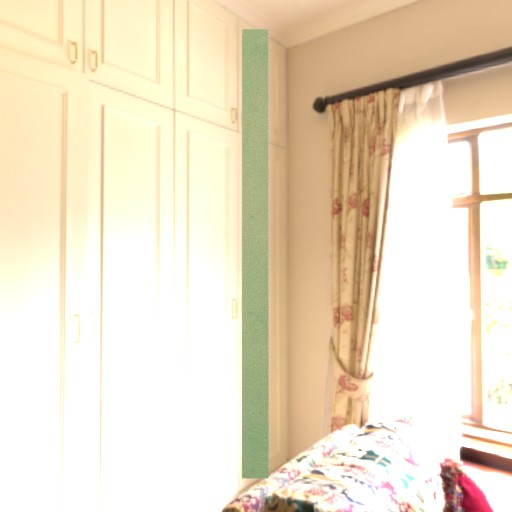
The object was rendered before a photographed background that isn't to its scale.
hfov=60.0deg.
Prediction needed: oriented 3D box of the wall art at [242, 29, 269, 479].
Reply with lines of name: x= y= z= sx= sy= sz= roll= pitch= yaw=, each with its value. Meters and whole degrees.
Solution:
wall art: x=0.000 y=0.000 z=0.895 sx=0.036 sy=0.603 sz=0.603 roll=0 pitch=-1 yaw=0
